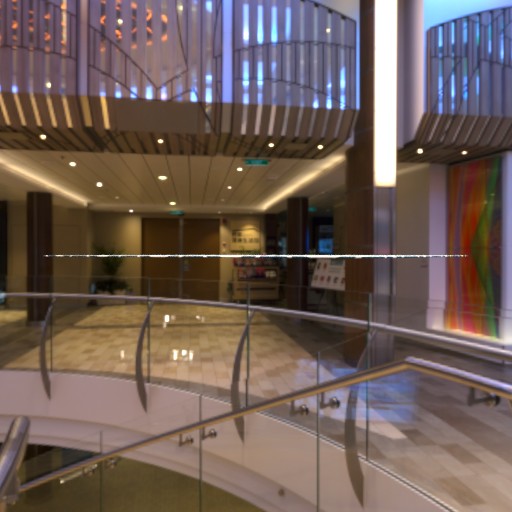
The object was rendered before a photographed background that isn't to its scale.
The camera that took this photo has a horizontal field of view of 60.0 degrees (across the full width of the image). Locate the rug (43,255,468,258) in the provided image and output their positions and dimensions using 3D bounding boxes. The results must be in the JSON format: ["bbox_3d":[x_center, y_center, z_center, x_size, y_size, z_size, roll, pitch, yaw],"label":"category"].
[{"bbox_3d":[0.000,0.000,4.307,3.353,0.010,2.438,0,0,36],"label":"rug"}]
